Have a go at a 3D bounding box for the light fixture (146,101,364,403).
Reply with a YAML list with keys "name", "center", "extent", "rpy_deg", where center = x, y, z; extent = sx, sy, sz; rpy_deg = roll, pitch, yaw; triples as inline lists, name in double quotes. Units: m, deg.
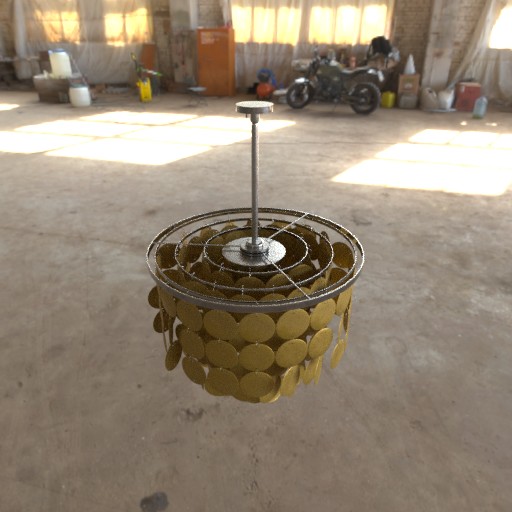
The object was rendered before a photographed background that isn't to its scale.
- name: "light fixture"
  center: [0.000, 0.000, 0.747]
  extent: [0.368, 0.492, 0.368]
  rpy_deg: [0, 28, 0]
